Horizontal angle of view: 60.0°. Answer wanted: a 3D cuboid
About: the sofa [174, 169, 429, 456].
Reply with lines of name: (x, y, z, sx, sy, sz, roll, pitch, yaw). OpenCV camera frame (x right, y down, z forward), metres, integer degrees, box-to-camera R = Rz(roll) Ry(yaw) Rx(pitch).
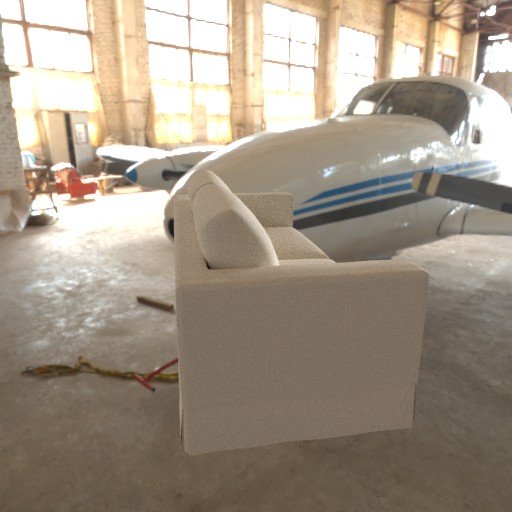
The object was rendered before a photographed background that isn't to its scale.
sofa: (0.000, 0.000, 2.618, 0.954, 0.881, 2.163, -3, 16, -10)
